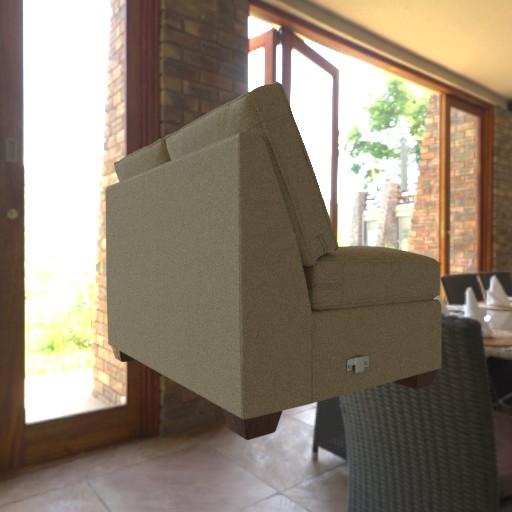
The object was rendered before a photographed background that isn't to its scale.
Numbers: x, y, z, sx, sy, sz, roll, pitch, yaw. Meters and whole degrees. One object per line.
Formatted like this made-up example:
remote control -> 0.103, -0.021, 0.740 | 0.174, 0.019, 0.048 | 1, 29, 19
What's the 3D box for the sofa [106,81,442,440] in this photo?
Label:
sofa -> 0.000, 0.000, 1.945 | 0.951, 1.008, 1.237 | 0, 0, -35
